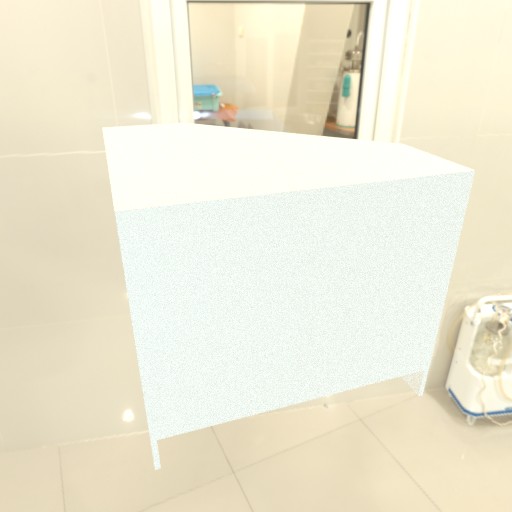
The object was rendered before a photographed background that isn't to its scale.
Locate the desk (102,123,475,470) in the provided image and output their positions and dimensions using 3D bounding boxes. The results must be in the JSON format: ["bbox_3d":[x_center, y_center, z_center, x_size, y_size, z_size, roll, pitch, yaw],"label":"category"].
[{"bbox_3d":[0.000,0.000,1.642,0.940,0.818,0.926,-9,29,-16],"label":"desk"}]
